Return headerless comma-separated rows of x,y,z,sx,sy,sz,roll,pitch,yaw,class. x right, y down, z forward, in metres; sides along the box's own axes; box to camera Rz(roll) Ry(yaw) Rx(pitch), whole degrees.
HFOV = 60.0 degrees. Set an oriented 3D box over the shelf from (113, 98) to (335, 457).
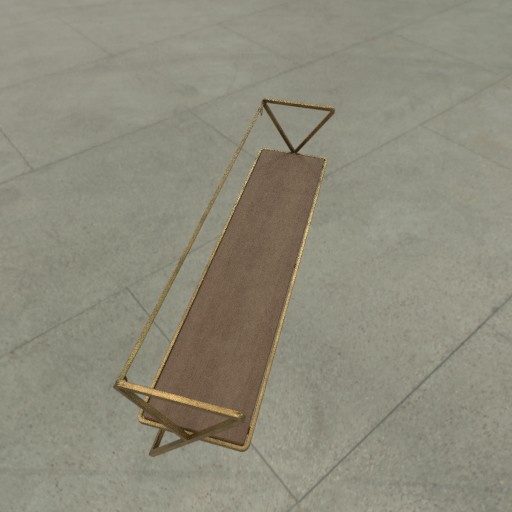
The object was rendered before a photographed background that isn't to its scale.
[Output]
0.000,0.000,0.759,0.150,0.229,0.645,11,49,10,shelf
